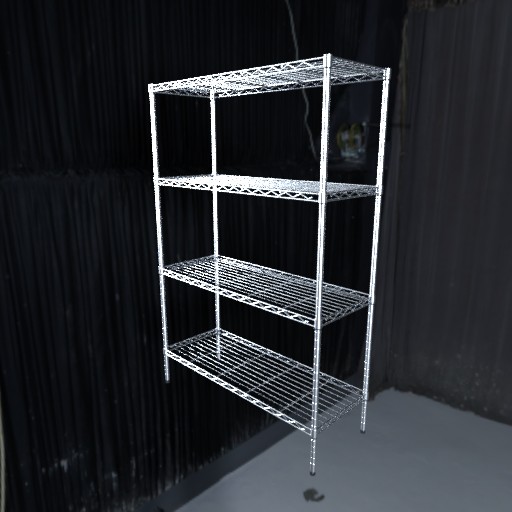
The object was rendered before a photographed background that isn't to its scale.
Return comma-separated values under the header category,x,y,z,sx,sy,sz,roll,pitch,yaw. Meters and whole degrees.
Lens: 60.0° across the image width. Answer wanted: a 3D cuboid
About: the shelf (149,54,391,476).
category,x,y,z,sx,sy,sz,roll,pitch,yaw
shelf,0.000,0.000,1.799,0.907,1.360,0.352,14,19,43
